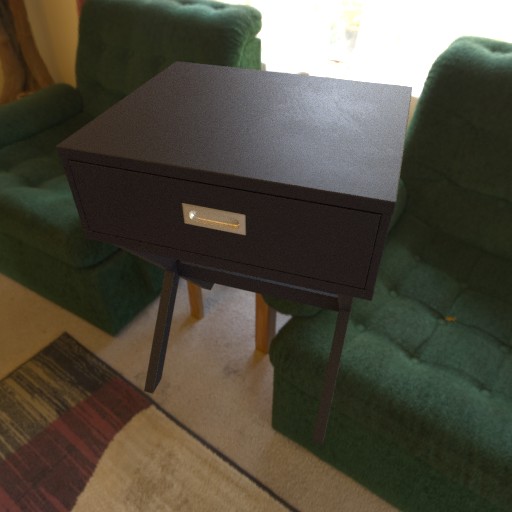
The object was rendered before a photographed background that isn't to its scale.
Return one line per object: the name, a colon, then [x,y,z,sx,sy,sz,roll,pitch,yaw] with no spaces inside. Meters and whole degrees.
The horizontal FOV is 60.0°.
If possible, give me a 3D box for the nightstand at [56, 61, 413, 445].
nightstand: [0.000,0.000,0.932,0.479,0.623,0.402,12,42,13]
